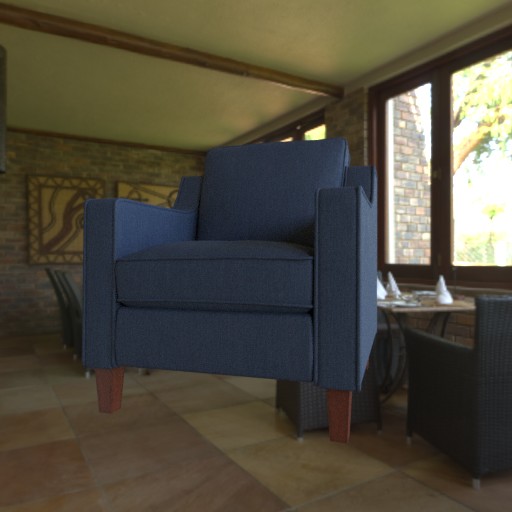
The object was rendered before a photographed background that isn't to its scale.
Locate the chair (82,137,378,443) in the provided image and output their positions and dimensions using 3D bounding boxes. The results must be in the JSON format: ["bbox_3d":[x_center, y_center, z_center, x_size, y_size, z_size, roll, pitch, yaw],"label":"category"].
[{"bbox_3d":[0.000,0.000,1.634,0.831,0.960,0.909,0,0,18],"label":"chair"}]
